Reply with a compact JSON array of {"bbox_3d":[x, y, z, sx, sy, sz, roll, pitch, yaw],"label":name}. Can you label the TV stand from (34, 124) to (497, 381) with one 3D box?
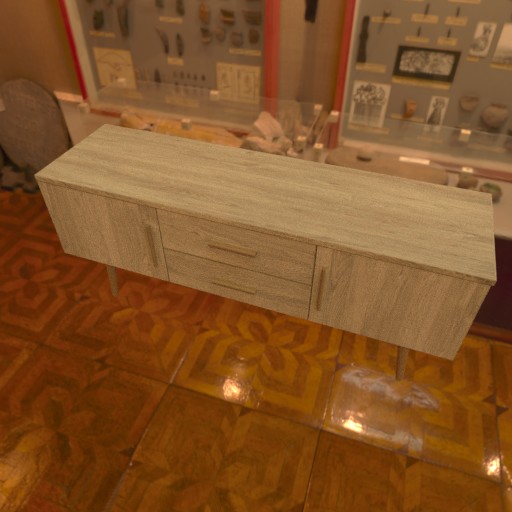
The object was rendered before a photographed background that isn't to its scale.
[{"bbox_3d":[0.000,0.000,1.503,1.313,0.565,0.401,14,44,15],"label":"TV stand"}]
